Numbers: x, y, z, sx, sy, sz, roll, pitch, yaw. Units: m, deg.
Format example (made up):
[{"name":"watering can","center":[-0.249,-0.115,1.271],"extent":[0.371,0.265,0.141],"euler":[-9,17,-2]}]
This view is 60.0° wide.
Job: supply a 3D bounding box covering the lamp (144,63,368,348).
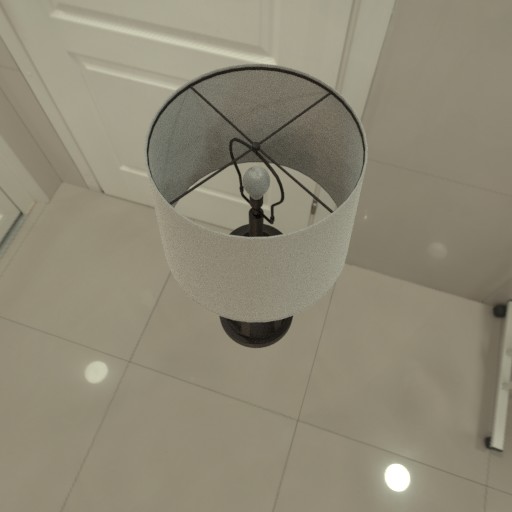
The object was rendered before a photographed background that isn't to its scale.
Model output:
[{"name":"lamp","center":[0.000,0.000,0.666],"extent":[0.251,0.509,0.251],"euler":[0,64,0]}]
